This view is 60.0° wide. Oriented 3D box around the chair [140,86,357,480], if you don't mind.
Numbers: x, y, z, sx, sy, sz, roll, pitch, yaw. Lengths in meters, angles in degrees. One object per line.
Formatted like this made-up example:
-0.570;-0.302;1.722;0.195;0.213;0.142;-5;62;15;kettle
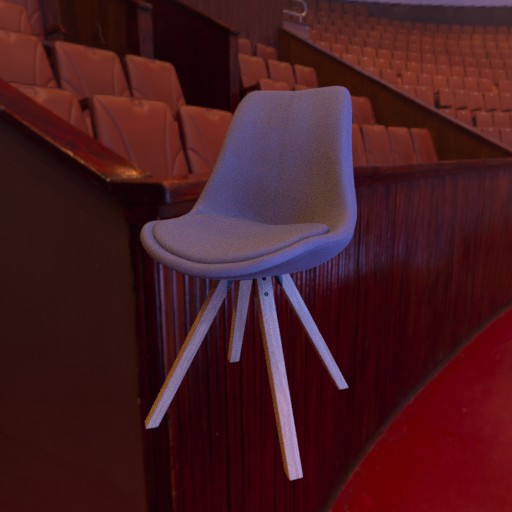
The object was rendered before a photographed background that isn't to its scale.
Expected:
0.000;0.000;1.143;0.483;0.865;0.547;7;16;26;chair
